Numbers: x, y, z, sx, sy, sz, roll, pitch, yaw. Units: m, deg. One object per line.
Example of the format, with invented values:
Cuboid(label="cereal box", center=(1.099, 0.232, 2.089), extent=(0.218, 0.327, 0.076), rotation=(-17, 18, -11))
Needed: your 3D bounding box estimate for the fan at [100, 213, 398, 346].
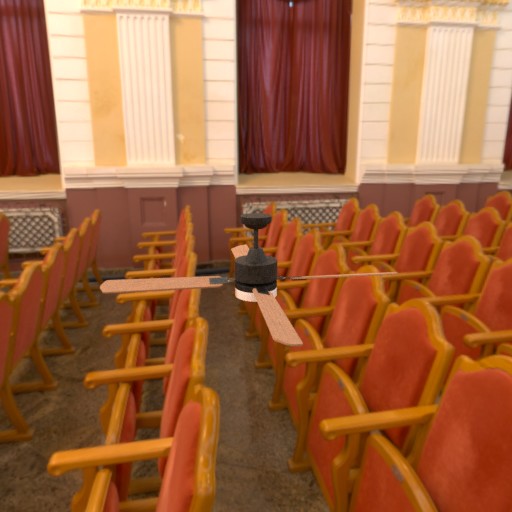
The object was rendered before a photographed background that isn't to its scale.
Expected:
Cuboid(label="fan", center=(0.000, 0.000, 1.927), extent=(1.320, 0.355, 1.320), rotation=(-2, 14, -9))
